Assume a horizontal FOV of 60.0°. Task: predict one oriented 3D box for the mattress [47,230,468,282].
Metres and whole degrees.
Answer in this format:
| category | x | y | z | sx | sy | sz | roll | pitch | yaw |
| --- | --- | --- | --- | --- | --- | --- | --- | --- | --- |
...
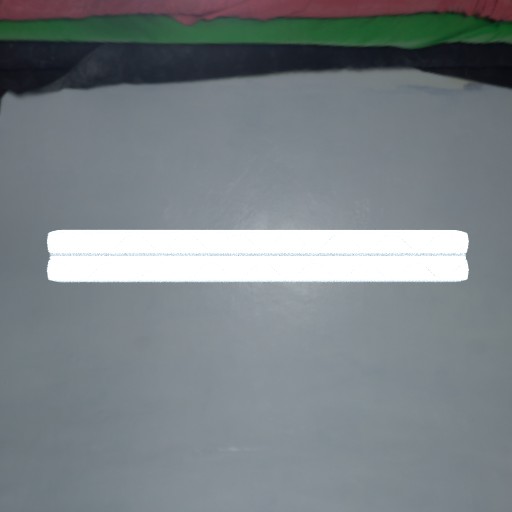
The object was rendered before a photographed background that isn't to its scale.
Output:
| category | x | y | z | sx | sy | sz | roll | pitch | yaw |
| --- | --- | --- | --- | --- | --- | --- | --- | --- | --- |
| mattress | 0.000 | 0.000 | 2.673 | 1.600 | 0.200 | 2.000 | 0 | 0 | -1 |
